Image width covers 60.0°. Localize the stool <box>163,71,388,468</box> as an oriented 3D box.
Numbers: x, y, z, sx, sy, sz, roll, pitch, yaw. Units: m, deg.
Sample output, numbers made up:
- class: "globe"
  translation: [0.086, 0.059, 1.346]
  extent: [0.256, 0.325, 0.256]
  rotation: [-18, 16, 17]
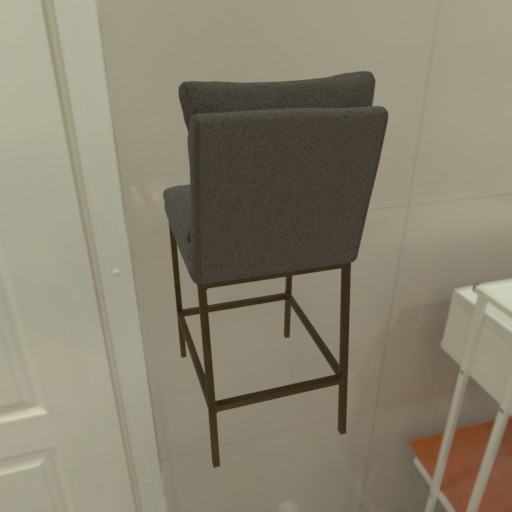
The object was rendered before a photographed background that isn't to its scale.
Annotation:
- class: "stool"
  translation: [0.000, 0.000, 1.320]
  extent: [0.463, 1.030, 0.569]
  rotation: [-8, 27, -16]
